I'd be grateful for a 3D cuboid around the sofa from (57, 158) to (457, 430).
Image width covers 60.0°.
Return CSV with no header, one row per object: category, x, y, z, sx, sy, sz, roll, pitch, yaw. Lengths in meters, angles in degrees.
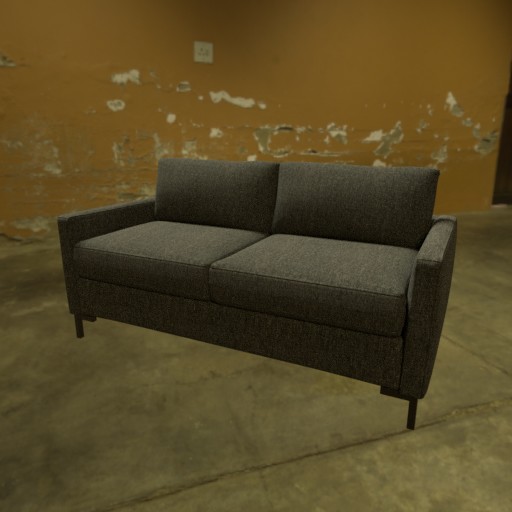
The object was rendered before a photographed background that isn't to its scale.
sofa,0.000,0.000,2.125,1.716,0.862,0.866,8,17,25
